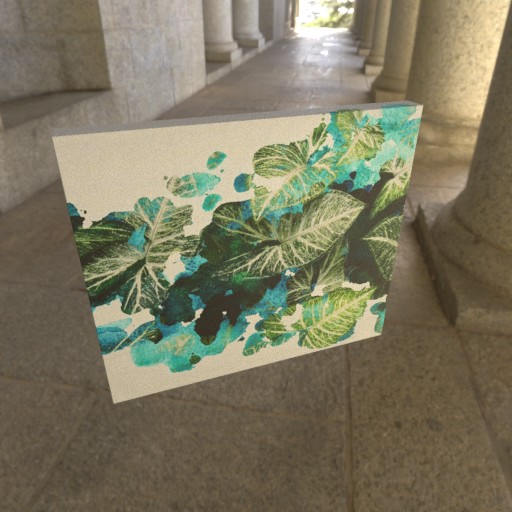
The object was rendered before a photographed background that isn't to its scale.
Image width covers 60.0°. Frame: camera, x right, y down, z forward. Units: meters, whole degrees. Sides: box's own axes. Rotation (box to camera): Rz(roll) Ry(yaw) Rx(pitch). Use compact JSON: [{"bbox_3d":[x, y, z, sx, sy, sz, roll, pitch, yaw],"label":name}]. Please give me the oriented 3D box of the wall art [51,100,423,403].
[{"bbox_3d":[0.000,0.000,0.702,0.507,0.435,0.041,-10,32,-17],"label":"wall art"}]
